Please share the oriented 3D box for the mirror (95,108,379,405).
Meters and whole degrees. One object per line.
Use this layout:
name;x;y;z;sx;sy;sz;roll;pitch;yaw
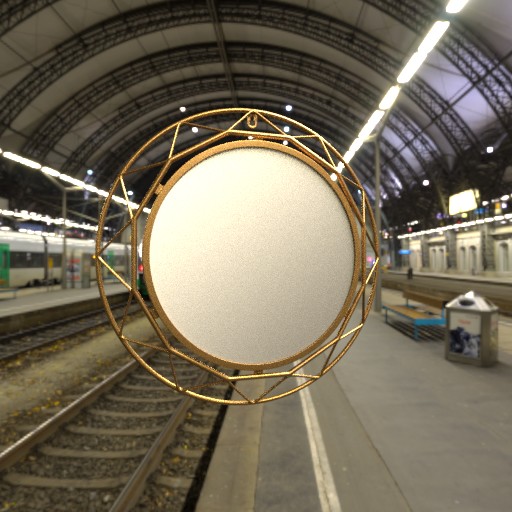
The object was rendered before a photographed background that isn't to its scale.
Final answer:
mirror;0.000;0.000;0.664;0.454;0.454;0.043;0;-1;-19
